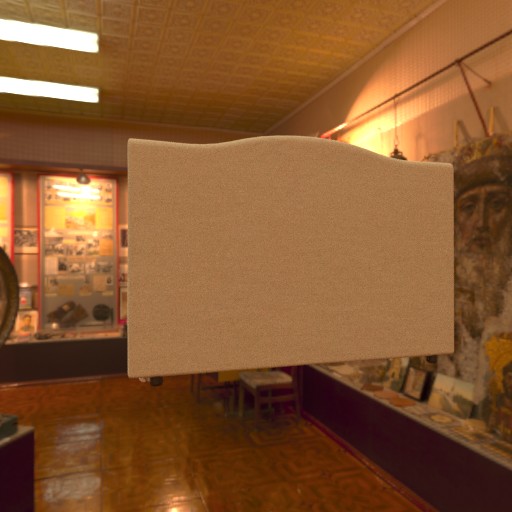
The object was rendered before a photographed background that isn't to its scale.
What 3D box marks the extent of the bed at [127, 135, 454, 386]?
[{"bbox_3d":[0.000,0.000,3.659,2.083,1.421,2.182,0,0,-17],"label":"bed"}]
